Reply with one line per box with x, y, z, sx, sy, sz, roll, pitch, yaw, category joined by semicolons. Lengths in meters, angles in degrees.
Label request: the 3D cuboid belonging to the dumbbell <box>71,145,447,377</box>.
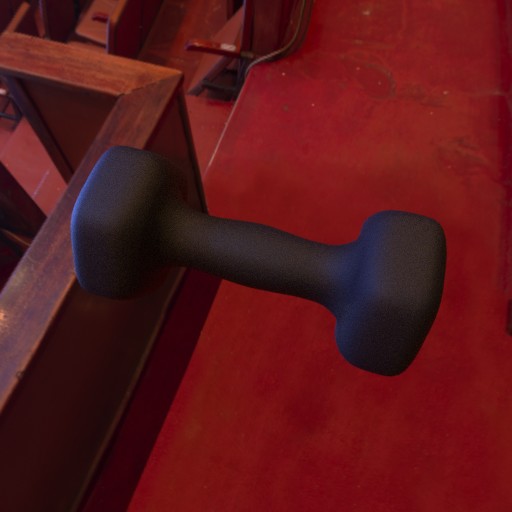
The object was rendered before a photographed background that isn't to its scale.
0.000;0.000;0.298;0.231;0.101;0.112;15;65;7;dumbbell
